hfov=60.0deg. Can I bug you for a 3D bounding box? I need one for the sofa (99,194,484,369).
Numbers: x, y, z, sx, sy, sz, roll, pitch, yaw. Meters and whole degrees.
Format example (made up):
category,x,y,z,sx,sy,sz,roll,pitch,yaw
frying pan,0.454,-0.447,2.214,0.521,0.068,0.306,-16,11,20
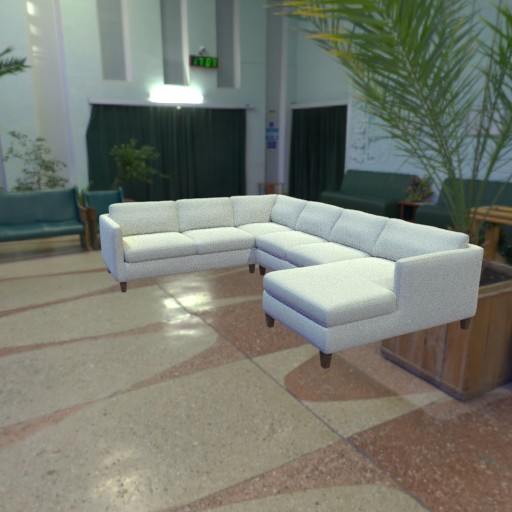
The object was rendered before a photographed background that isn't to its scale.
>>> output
category,x,y,z,sx,sy,sz,roll,pitch,yaw
sofa,0.000,0.000,4.455,2.551,0.853,3.238,-7,16,-26
